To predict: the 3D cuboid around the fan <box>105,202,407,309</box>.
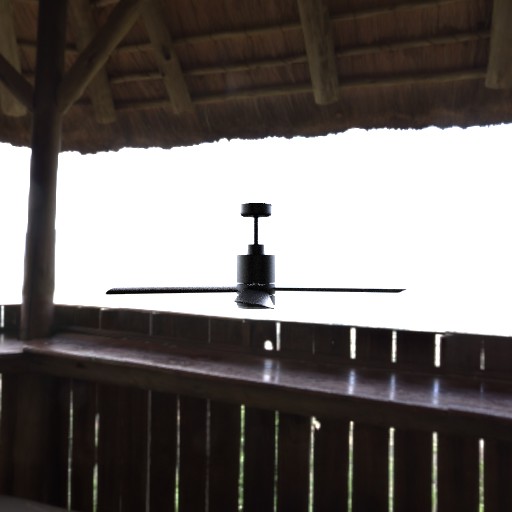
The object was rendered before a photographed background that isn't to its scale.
[{"bbox_3d":[0.000,0.000,2.293,1.525,0.534,1.525,0,-1,1],"label":"fan"}]
